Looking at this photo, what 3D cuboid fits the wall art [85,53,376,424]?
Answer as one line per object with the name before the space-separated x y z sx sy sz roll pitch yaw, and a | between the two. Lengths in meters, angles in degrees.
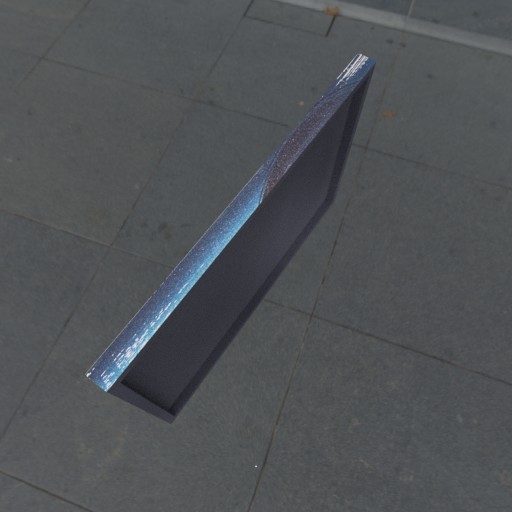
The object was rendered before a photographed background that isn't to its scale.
wall art | 0.000 0.000 0.772 0.033 0.406 0.609 32 69 14
